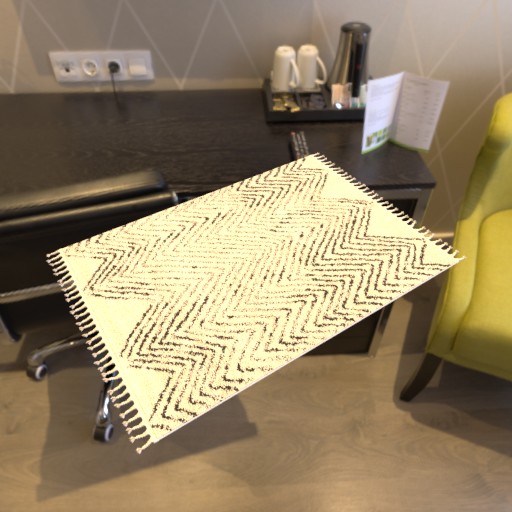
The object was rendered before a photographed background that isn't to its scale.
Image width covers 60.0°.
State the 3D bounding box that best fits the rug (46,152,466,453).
[{"bbox_3d":[0.000,0.000,2.308,1.847,0.014,1.230,-25,50,-23],"label":"rug"}]
